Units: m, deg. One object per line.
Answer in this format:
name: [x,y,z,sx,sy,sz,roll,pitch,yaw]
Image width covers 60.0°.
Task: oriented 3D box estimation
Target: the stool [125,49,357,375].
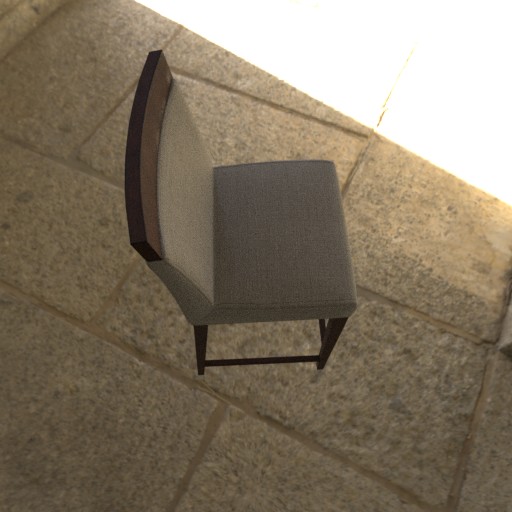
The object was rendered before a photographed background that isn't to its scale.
stool: [0.000,0.000,1.397,0.531,1.117,0.511,-2,63,-1]
